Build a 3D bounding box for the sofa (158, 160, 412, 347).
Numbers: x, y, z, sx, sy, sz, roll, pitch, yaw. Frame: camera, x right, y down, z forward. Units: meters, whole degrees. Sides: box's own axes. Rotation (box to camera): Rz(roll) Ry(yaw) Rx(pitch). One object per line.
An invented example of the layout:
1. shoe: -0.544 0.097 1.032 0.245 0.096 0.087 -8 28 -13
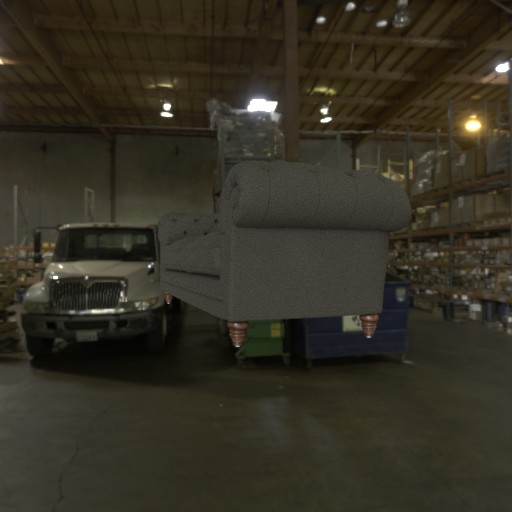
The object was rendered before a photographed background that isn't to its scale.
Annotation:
1. sofa: 0.000 0.000 2.860 0.991 0.762 2.362 0 0 -20
